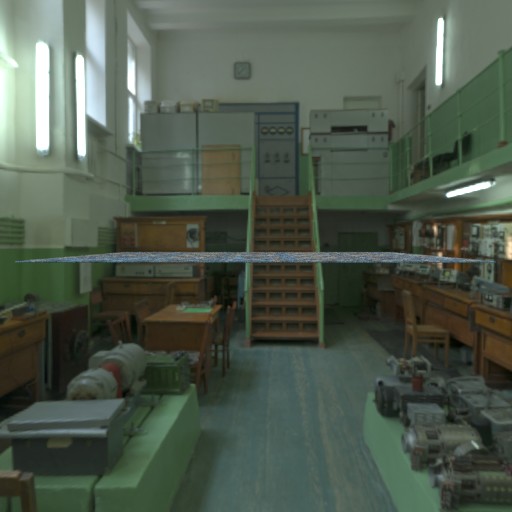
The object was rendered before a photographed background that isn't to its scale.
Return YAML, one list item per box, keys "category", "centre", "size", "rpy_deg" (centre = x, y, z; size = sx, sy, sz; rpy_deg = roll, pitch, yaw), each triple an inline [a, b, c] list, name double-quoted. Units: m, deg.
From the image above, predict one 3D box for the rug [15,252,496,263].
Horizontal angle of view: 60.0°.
- category: "rug"
  centre: [0.000, 0.000, 4.194]
  size: [3.291, 0.013, 2.337]
  rpy_deg: [0, 2, 1]
